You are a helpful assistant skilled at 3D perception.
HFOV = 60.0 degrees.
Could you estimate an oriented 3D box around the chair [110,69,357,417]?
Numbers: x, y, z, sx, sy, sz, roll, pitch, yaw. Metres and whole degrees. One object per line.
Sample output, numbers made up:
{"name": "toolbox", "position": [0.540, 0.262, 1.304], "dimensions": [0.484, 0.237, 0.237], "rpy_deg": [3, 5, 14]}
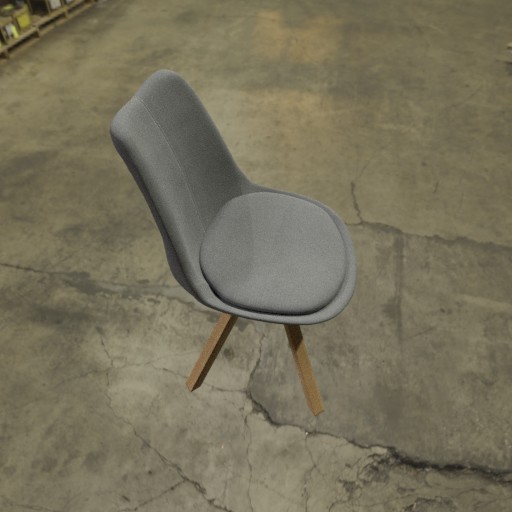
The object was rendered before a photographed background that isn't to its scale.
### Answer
{"name": "chair", "position": [0.000, 0.000, 1.200], "dimensions": [0.549, 0.863, 0.474], "rpy_deg": [9, 47, 9]}
